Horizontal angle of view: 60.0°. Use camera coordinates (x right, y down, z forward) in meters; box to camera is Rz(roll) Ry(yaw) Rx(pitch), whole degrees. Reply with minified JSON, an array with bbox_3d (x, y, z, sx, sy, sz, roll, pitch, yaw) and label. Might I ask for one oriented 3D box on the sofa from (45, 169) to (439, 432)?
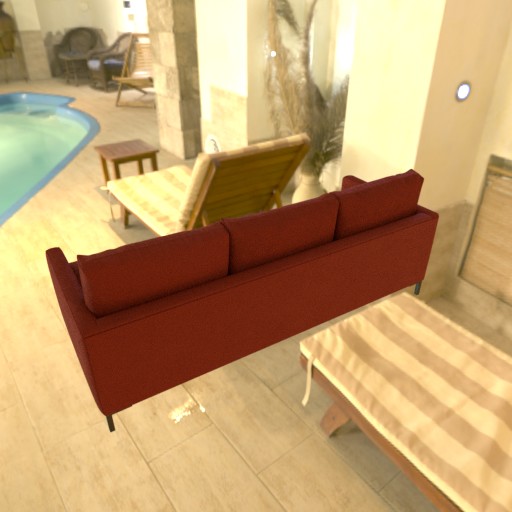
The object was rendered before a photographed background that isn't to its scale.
[{"bbox_3d":[0.000,0.000,2.720,2.252,0.879,0.875,-17,35,-27],"label":"sofa"}]
